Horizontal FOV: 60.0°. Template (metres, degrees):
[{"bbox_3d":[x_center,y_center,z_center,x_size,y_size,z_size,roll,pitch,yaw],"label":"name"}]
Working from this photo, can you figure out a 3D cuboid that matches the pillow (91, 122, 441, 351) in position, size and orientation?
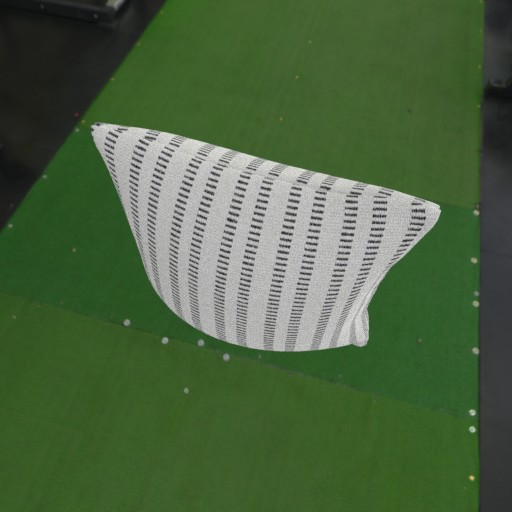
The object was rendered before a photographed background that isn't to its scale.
[{"bbox_3d":[0.000,0.000,0.695,0.438,0.419,0.247,16,60,9],"label":"pillow"}]
